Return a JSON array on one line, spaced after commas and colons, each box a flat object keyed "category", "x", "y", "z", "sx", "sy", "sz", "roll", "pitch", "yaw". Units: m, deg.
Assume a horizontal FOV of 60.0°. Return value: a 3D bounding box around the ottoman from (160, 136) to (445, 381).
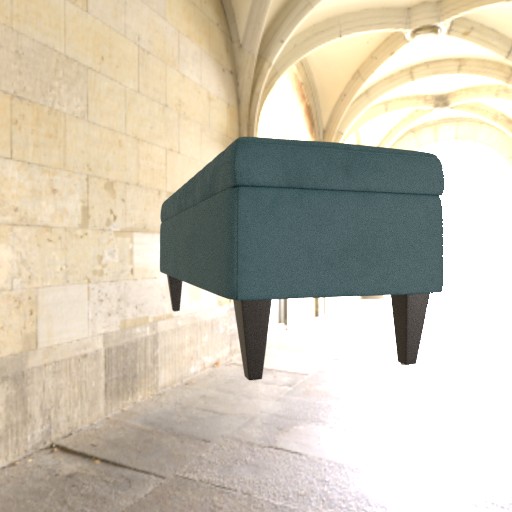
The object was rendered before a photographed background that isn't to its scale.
[{"category": "ottoman", "x": 0.000, "y": 0.000, "z": 1.404, "sx": 0.482, "sy": 0.469, "sz": 1.151, "roll": 0, "pitch": 1, "yaw": -19}]
